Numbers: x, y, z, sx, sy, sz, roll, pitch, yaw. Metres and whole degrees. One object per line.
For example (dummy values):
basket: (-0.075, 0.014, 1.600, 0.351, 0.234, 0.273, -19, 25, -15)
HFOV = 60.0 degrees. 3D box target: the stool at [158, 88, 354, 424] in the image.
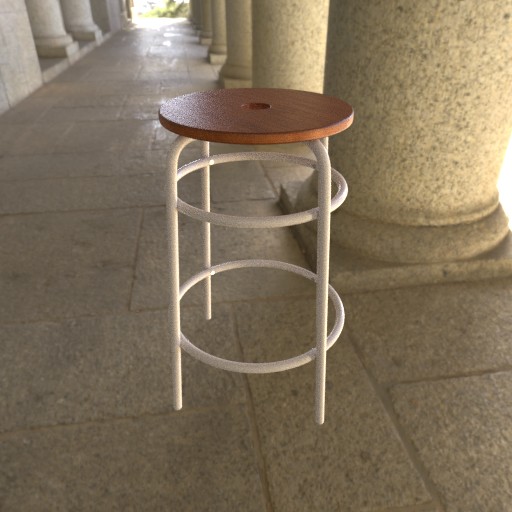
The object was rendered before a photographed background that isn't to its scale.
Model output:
stool: (0.000, 0.000, 0.929, 0.455, 0.610, 0.455, -22, 38, -32)
